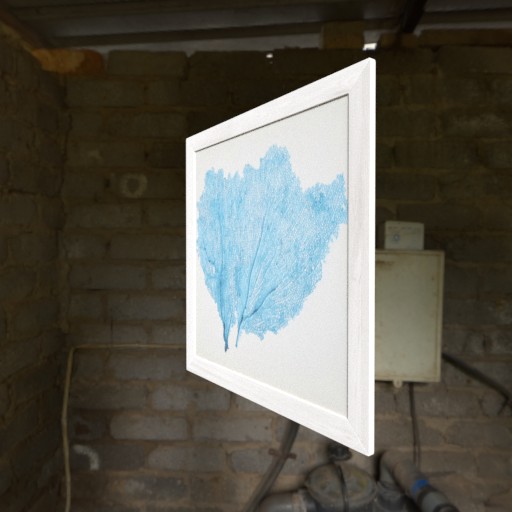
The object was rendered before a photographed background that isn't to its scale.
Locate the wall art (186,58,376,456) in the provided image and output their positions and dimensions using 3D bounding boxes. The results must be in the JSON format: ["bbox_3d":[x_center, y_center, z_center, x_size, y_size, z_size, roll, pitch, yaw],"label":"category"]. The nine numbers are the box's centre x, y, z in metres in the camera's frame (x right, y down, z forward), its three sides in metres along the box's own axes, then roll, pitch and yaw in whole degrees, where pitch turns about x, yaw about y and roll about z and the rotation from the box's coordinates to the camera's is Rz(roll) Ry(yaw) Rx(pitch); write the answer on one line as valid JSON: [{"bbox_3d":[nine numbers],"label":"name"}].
[{"bbox_3d":[0.000,0.000,0.888,0.013,0.584,0.584,-1,1,-36],"label":"wall art"}]
